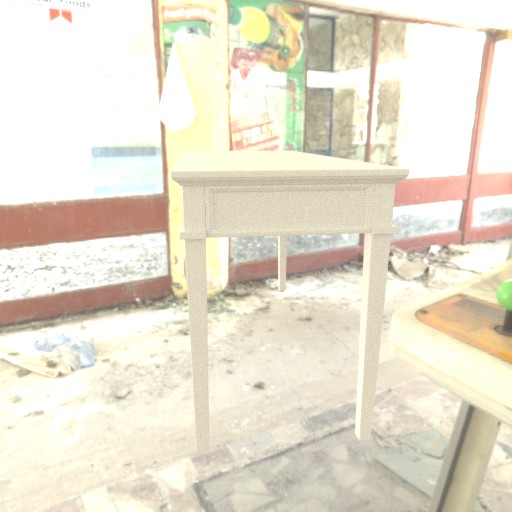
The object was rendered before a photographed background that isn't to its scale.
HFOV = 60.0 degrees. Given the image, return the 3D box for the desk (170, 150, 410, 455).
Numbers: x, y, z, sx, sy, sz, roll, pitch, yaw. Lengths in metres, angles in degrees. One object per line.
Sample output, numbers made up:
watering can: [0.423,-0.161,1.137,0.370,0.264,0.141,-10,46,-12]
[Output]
desk: [0.000,0.000,1.769,0.559,0.774,1.372,-2,15,-7]
